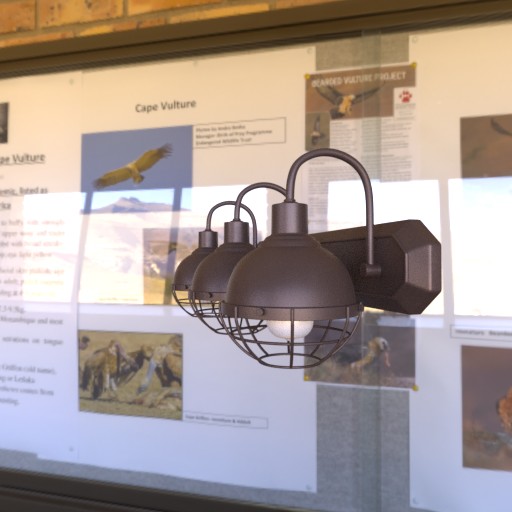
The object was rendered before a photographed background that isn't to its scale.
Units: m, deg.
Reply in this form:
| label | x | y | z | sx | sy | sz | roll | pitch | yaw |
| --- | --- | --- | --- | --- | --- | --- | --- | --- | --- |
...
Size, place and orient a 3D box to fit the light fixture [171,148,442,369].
| label | x | y | z | sx | sy | sz | roll | pitch | yaw |
| --- | --- | --- | --- | --- | --- | --- | --- | --- | --- |
| light fixture | 0.000 | 0.000 | 0.755 | 0.229 | 0.254 | 0.634 | 0 | -1 | -18 |
